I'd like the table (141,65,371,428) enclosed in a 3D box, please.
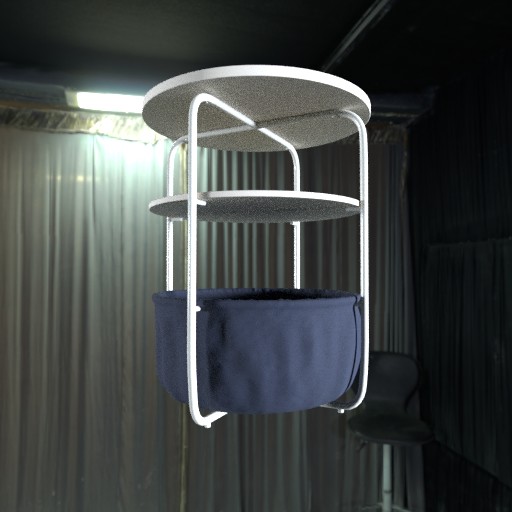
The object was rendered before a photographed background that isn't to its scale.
[{"bbox_3d":[0.000,0.000,0.831,0.418,0.532,0.418,0,-1,-18],"label":"table"}]
